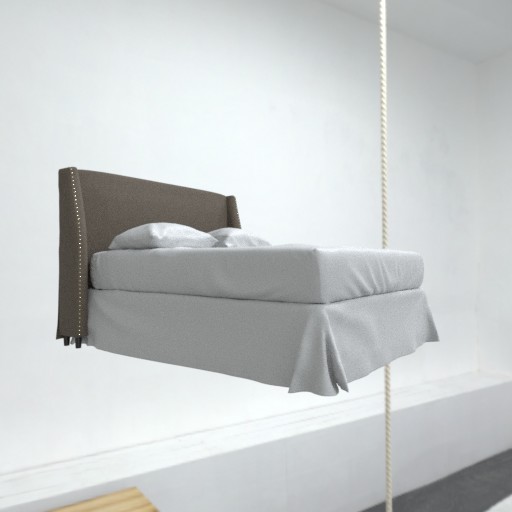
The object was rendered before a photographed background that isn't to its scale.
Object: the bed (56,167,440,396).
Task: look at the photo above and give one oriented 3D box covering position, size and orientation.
[{"bbox_3d":[0.000,0.000,3.356,2.276,1.332,1.925,0,-1,37],"label":"bed"}]
